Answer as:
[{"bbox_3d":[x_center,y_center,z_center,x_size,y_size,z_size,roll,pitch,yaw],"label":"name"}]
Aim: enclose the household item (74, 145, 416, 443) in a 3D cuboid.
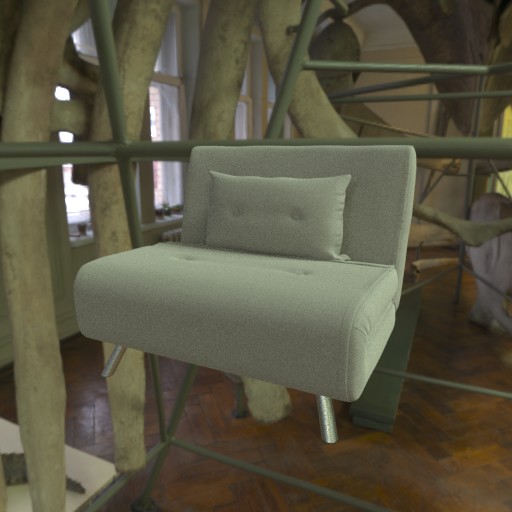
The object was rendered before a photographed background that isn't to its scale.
[{"bbox_3d":[0.000,0.000,1.647,1.000,0.800,0.874,7,15,25],"label":"household item"}]
